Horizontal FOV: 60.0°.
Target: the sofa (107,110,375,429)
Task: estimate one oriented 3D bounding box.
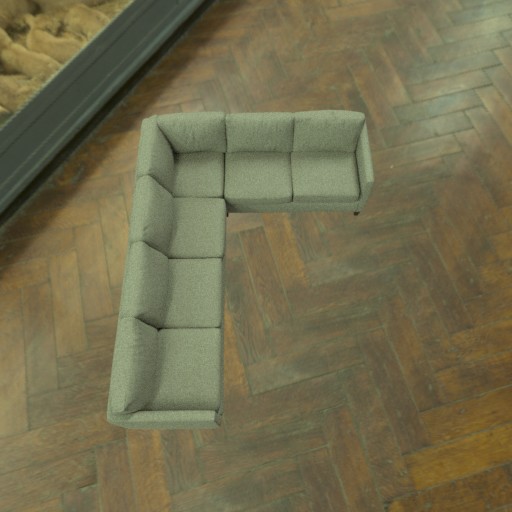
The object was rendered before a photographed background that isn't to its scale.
[{"bbox_3d":[0.000,0.000,4.584,2.593,0.947,3.302,-1,65,0],"label":"sofa"}]
